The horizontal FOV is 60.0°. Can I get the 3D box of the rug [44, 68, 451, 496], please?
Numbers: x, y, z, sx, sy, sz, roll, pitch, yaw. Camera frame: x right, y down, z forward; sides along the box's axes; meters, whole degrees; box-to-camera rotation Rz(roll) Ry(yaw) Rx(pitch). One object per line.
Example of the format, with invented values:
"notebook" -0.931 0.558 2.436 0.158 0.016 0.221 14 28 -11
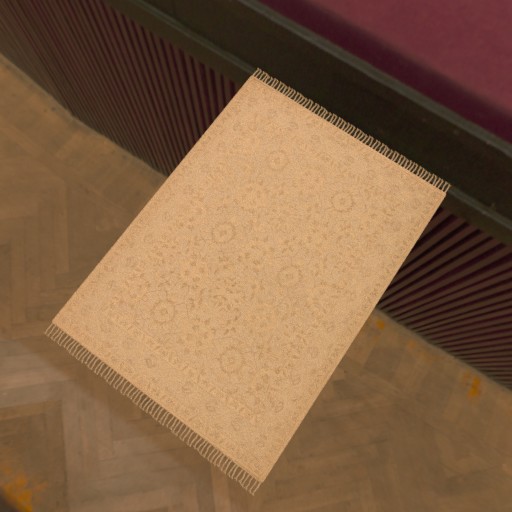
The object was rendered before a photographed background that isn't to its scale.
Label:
"rug" 0.000 0.000 2.192 1.223 0.015 1.771 34 78 8
